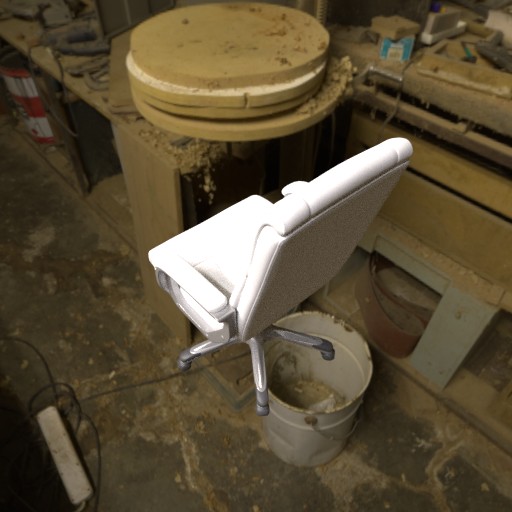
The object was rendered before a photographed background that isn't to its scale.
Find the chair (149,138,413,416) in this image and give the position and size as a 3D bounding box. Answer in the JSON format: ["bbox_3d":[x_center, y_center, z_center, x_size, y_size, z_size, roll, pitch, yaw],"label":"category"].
[{"bbox_3d":[0.000,0.000,1.607,0.687,1.120,0.738,-32,54,-27],"label":"chair"}]
